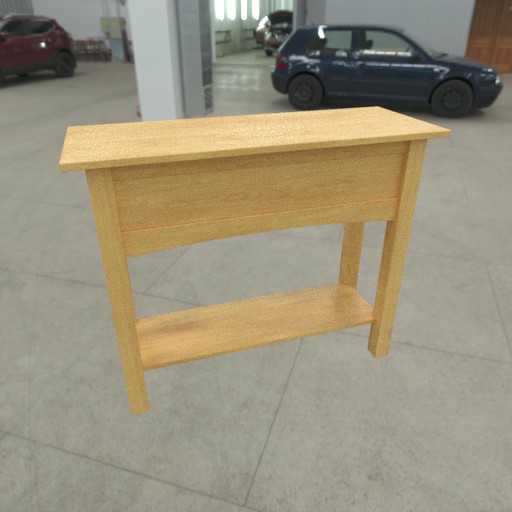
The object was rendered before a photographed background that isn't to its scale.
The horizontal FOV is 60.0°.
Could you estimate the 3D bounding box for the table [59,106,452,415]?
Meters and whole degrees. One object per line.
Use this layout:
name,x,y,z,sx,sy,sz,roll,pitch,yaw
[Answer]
table,0.000,0.000,1.282,0.900,0.728,0.340,-9,30,-16
